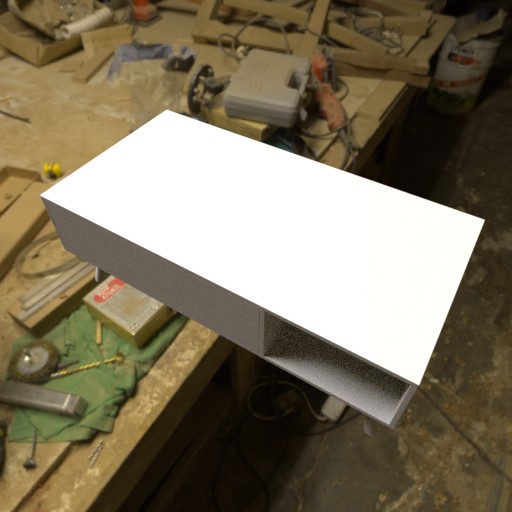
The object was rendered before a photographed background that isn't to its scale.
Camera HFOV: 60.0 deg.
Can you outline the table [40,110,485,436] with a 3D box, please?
[{"bbox_3d":[0.000,0.000,1.488,1.194,0.432,0.609,24,52,21],"label":"table"}]
